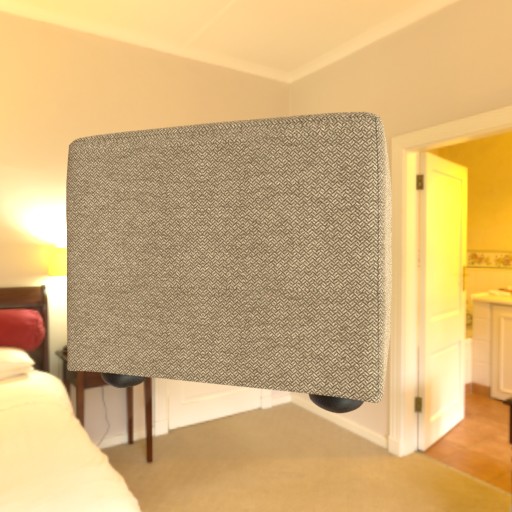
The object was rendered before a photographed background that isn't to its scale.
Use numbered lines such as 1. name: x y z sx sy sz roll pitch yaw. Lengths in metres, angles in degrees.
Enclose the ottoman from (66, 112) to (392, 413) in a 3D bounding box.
1. ottoman: 0.000 0.000 0.896 0.519 0.453 0.512 0 1 18
